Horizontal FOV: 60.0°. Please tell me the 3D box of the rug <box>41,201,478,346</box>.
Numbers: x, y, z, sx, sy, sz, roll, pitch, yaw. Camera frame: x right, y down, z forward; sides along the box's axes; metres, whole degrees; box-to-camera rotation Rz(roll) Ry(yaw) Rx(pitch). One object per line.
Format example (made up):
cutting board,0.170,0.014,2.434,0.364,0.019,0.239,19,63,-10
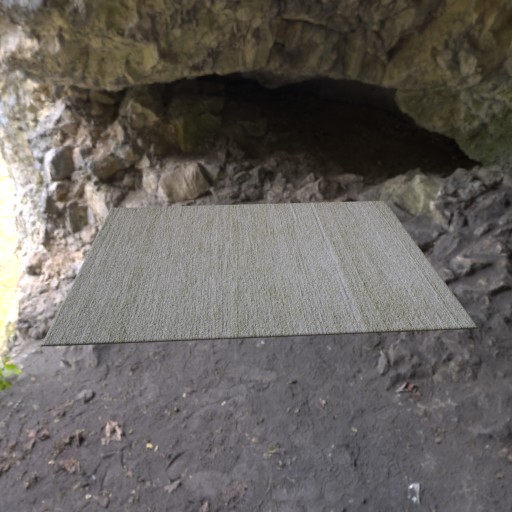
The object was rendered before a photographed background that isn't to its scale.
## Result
rug,0.000,0.000,2.972,2.270,0.017,1.606,-2,32,-3
